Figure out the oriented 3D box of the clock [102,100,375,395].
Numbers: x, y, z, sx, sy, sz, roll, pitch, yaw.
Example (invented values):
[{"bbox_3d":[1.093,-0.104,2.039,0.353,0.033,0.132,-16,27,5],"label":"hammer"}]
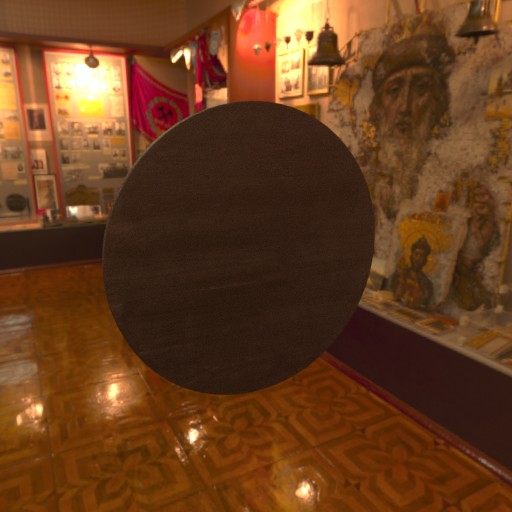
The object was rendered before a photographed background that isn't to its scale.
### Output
[{"bbox_3d":[0.000,0.000,0.900,0.595,0.595,0.029,-7,16,-26],"label":"clock"}]
